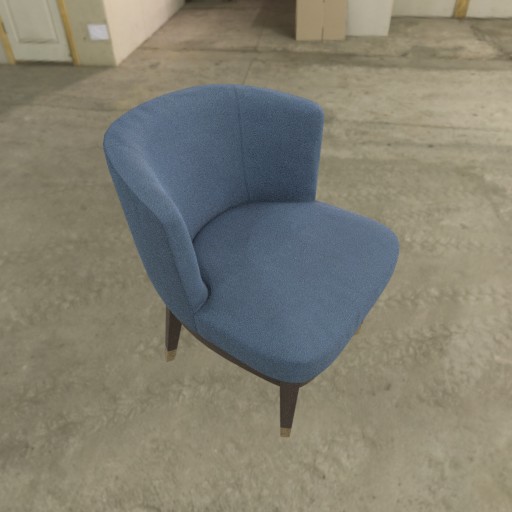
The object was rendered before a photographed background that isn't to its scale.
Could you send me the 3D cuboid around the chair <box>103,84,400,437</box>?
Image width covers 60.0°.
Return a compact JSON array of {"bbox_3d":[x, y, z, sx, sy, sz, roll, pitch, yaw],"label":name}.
[{"bbox_3d":[0.000,0.000,1.272,0.702,0.760,0.661,25,46,26],"label":"chair"}]
